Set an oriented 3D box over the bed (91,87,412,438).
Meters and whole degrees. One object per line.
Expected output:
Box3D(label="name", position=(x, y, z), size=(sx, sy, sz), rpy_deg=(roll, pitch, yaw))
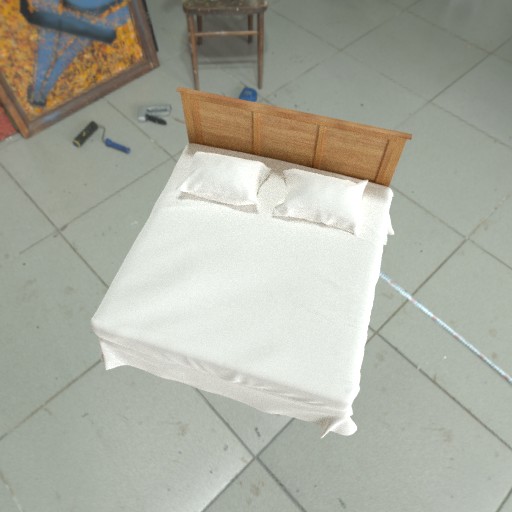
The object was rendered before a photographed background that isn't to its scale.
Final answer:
Box3D(label="bed", position=(0.000, 0.000, 3.665), size=(2.317, 1.270, 2.215), rpy_deg=(15, 59, 9))
